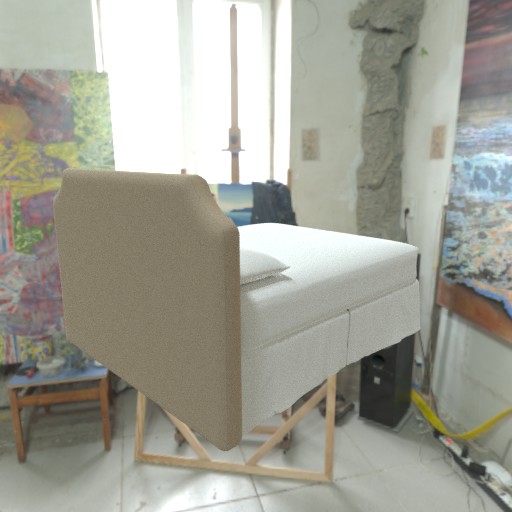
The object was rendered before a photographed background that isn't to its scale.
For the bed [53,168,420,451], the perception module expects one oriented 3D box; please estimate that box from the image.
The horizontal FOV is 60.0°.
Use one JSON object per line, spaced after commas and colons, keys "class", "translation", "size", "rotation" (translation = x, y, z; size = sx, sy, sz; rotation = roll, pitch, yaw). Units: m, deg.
{"class": "bed", "translation": [0.000, 0.000, 3.287], "size": [2.204, 1.301, 1.828], "rotation": [-13, 18, -43]}
